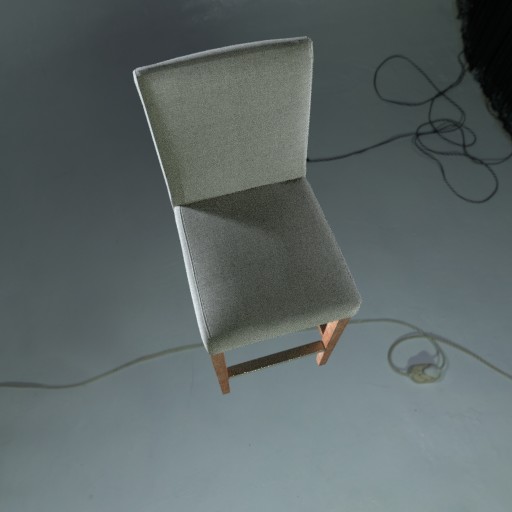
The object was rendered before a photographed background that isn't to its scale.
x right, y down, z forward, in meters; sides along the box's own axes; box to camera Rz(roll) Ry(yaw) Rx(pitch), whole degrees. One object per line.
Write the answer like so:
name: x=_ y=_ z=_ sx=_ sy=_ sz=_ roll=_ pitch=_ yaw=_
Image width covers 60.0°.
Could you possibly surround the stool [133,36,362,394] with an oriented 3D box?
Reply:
stool: x=0.000 y=0.000 z=1.379 sx=0.439 sy=1.088 sz=0.570 roll=-15 pitch=63 yaw=-7
